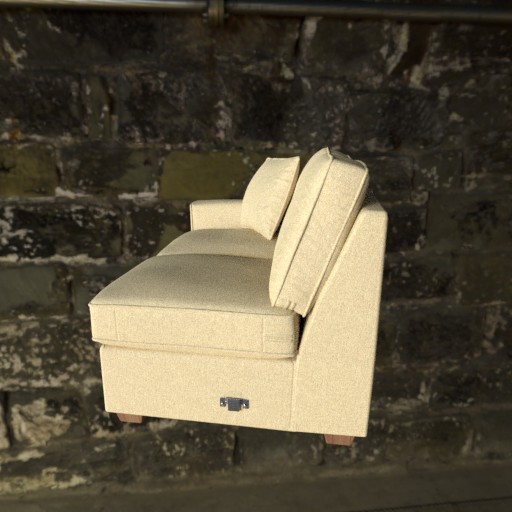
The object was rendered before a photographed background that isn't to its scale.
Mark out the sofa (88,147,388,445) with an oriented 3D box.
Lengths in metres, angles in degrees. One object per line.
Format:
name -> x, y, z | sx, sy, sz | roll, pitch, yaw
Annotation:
sofa -> 0.000, 0.000, 2.082 | 0.991, 0.989, 1.388 | 2, 16, 8
